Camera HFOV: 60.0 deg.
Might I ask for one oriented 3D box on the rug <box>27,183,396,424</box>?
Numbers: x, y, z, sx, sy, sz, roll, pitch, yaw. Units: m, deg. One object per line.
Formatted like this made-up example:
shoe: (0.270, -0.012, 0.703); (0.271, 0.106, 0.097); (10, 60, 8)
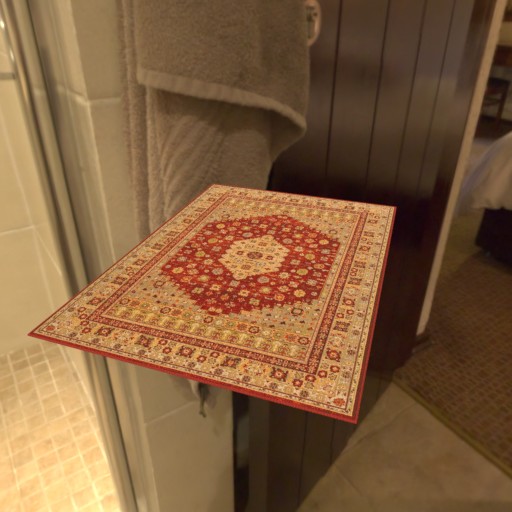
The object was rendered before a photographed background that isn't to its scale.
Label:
rug: (0.000, 0.000, 2.842); (1.593, 0.013, 2.211); (10, 31, 17)
